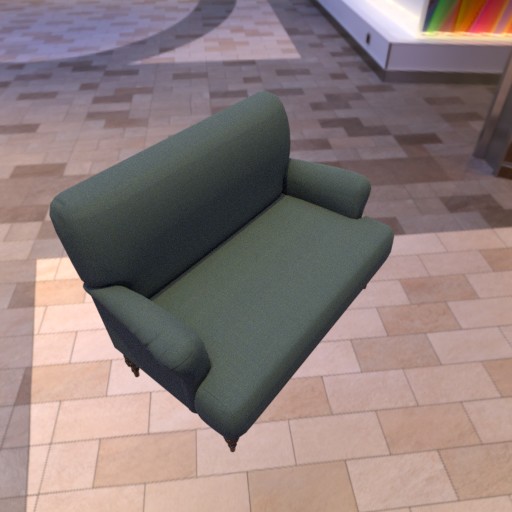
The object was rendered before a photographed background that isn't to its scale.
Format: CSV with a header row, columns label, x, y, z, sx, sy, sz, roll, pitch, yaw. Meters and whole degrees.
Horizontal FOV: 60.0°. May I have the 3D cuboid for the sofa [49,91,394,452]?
label,x,y,z,sx,sy,sz,roll,pitch,yaw
sofa,0.000,0.000,1.849,0.779,0.889,1.297,27,48,27
